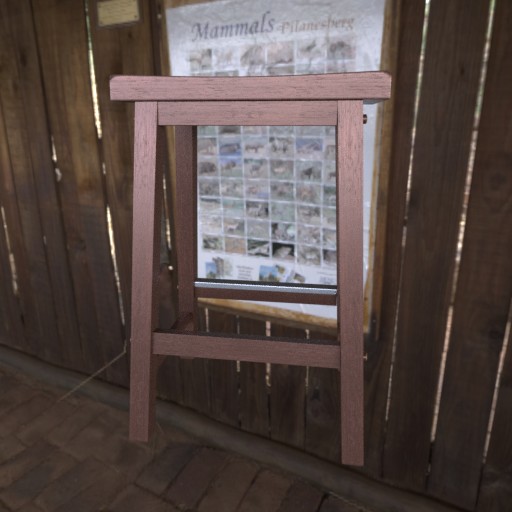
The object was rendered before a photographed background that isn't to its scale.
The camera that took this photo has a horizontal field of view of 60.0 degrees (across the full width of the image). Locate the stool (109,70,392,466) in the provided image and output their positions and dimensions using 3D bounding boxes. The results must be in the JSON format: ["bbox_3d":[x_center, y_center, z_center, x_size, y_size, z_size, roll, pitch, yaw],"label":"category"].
[{"bbox_3d":[0.000,0.000,0.820,0.406,0.610,0.322,3,17,8],"label":"stool"}]
